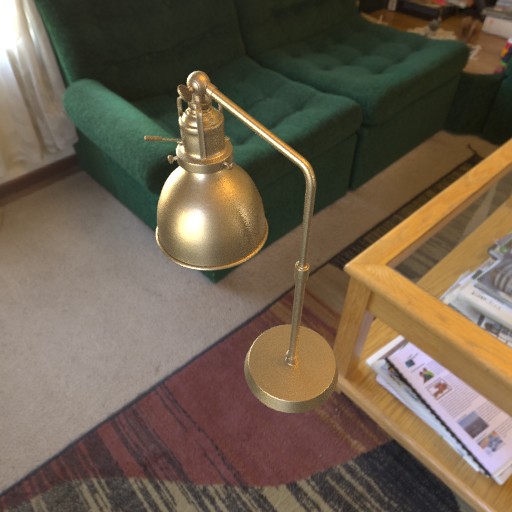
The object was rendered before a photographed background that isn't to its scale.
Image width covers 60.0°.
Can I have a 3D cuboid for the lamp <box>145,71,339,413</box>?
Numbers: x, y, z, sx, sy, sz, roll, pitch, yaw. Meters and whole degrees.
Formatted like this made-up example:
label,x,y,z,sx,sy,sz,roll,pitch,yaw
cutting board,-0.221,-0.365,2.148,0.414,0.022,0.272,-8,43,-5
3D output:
label,x,y,z,sx,sy,sz,roll,pitch,yaw
lamp,0.000,0.000,0.582,0.286,0.456,0.153,23,50,21
